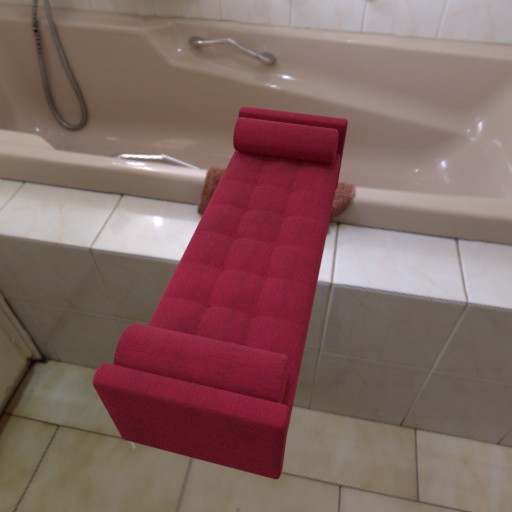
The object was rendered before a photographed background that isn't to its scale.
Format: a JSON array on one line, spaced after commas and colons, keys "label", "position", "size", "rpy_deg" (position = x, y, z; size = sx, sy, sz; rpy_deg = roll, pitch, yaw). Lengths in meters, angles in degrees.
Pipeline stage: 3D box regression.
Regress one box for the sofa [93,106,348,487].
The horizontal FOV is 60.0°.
[{"label": "sofa", "position": [0.000, 0.000, 2.332], "size": [0.686, 0.635, 1.981], "rpy_deg": [10, 47, 10]}]
